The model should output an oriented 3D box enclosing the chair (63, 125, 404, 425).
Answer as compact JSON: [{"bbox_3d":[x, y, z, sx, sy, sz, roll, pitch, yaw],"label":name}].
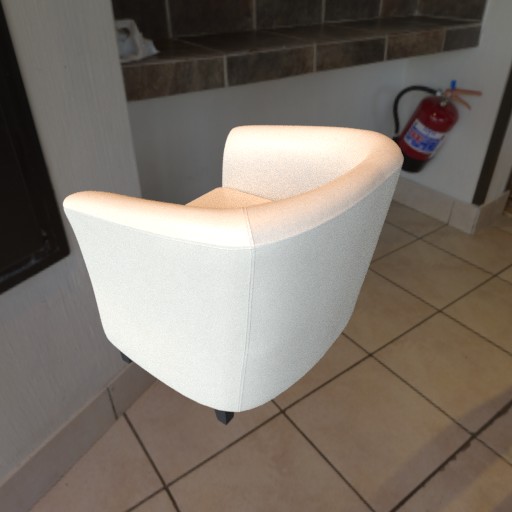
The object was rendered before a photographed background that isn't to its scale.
[{"bbox_3d":[0.000,0.000,1.381,0.727,0.756,0.792,21,39,29],"label":"chair"}]
